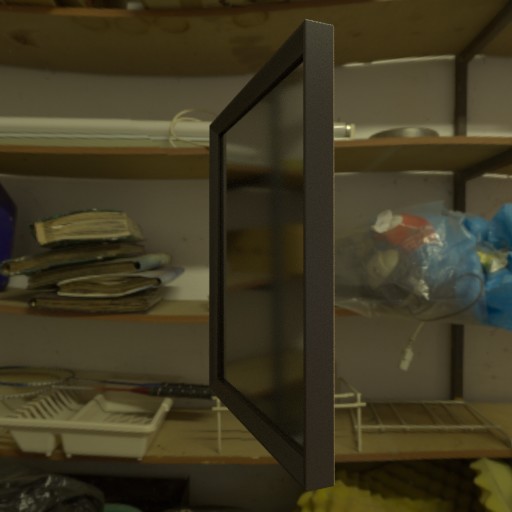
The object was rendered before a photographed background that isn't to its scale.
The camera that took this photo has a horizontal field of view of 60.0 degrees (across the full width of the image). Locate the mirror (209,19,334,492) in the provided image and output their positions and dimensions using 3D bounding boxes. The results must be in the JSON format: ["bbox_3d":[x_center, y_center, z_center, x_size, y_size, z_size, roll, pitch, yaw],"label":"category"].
[{"bbox_3d":[0.000,0.000,0.673,0.041,0.509,0.406,0,0,-21],"label":"mirror"}]
